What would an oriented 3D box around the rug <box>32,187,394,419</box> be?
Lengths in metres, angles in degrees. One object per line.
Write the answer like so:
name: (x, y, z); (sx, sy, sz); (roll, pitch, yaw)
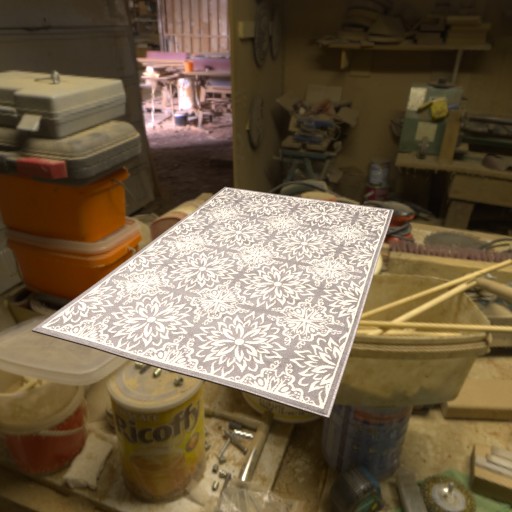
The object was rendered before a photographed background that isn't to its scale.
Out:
rug: (0.000, 0.000, 2.349); (1.224, 0.012, 1.847); (11, 30, 19)
